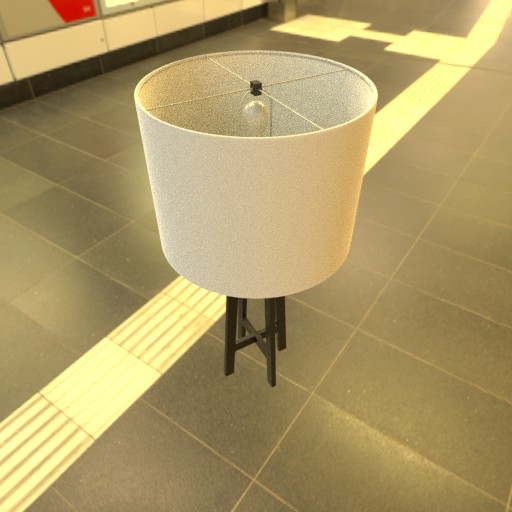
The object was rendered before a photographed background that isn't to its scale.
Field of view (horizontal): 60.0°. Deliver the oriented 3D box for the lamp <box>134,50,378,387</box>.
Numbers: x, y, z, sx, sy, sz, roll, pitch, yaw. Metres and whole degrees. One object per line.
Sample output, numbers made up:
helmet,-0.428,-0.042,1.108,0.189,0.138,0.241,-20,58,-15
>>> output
lamp,0.000,0.000,0.634,0.257,0.489,0.257,10,41,12
